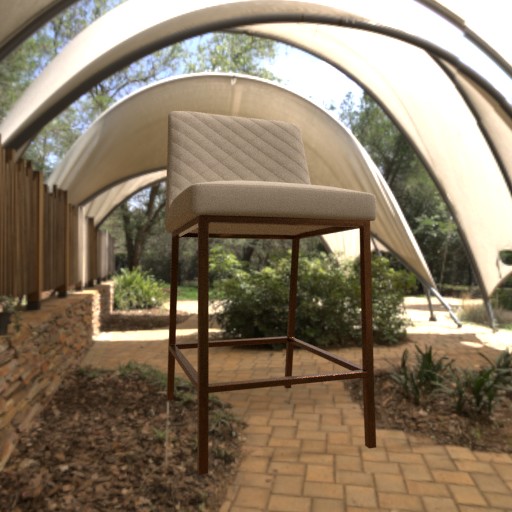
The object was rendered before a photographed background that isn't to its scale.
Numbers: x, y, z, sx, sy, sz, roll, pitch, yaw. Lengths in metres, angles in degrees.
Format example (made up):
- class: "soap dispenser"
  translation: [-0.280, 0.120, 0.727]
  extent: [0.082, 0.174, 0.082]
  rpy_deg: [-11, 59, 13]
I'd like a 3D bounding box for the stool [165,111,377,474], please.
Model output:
- class: "stool"
  translation: [0.000, 0.000, 1.320]
  extent: [0.507, 0.973, 0.576]
  rpy_deg: [0, -1, -18]
